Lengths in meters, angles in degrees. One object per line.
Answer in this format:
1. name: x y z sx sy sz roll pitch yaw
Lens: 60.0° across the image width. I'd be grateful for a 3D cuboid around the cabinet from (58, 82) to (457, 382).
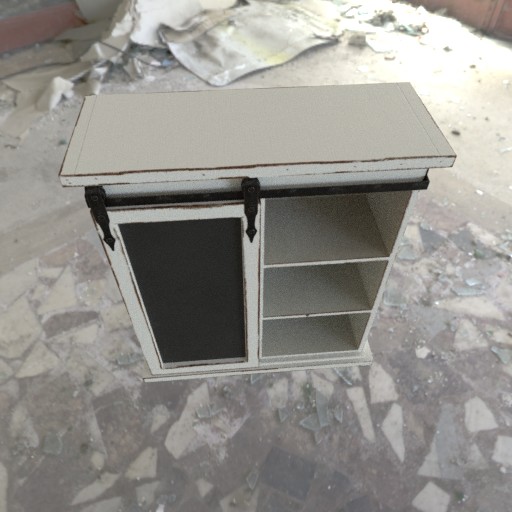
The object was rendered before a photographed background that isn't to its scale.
1. cabinet: 0.000 0.000 0.892 0.541 0.603 0.210 -4 48 -3
